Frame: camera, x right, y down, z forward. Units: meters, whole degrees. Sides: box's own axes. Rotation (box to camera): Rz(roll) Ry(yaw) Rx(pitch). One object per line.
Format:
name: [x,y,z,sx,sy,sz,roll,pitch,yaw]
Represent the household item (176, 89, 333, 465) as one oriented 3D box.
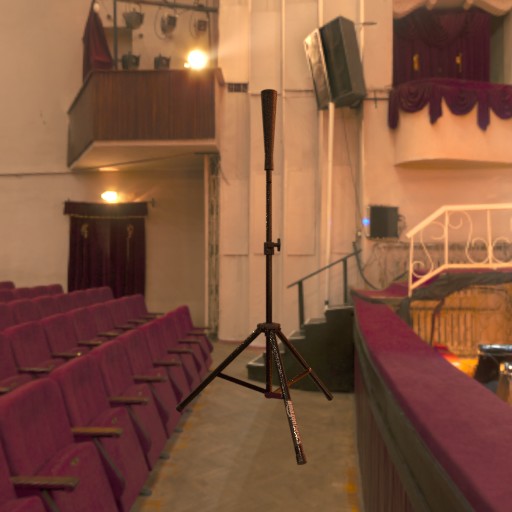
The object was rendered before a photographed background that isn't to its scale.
household item: [0.000,0.000,1.396,0.559,1.067,0.559,0,-1,2]
